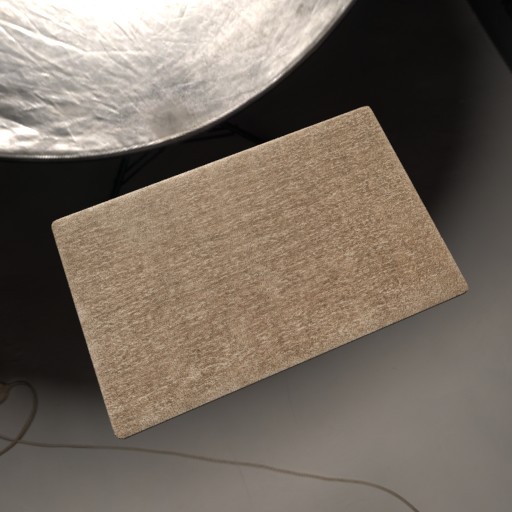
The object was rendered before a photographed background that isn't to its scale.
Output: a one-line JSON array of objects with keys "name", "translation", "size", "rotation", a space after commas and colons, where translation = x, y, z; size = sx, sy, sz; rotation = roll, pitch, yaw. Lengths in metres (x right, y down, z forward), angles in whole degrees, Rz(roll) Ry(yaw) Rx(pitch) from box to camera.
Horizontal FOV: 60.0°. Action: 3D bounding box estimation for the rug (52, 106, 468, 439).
[{"name": "rug", "translation": [0.000, 0.000, 3.020], "size": [2.469, 0.024, 1.539], "rotation": [-22, 76, -6]}]
